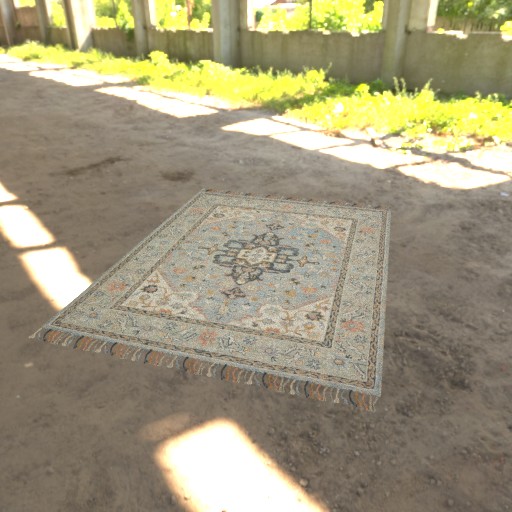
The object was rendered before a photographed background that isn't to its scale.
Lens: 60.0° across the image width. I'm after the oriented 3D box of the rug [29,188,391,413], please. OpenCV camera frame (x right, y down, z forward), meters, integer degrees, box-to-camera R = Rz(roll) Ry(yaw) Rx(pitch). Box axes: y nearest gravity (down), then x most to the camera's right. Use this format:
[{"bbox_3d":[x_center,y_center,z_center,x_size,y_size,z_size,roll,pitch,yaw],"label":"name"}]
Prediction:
[{"bbox_3d":[0.000,0.000,2.226,1.278,0.009,1.730,8,29,14],"label":"rug"}]
